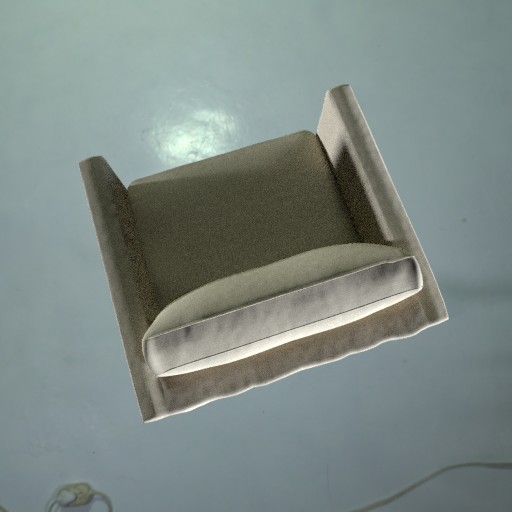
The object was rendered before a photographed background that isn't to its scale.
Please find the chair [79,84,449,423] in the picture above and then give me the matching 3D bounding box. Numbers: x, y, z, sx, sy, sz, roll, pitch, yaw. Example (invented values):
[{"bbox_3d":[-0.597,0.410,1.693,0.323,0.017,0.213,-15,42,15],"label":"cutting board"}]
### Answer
[{"bbox_3d":[0.000,0.000,1.738,1.057,0.867,0.949,-18,76,-5],"label":"chair"}]
